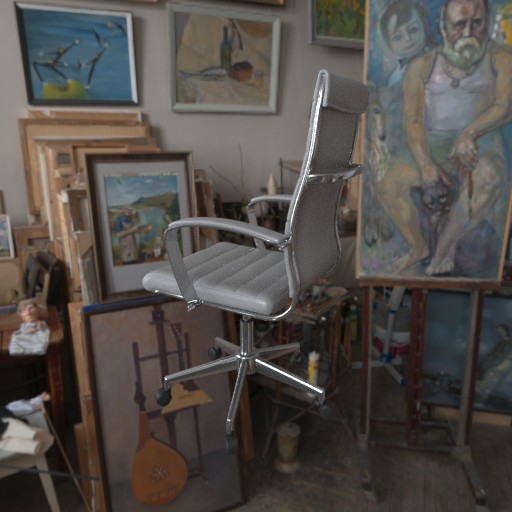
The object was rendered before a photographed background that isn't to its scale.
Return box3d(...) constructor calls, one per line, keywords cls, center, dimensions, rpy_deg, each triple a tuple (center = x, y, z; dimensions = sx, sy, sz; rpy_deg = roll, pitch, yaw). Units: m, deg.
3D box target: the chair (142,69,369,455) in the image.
box3d(cls="chair", center=(0.000, 0.000, 1.569), dimensions=(0.667, 1.149, 0.679), rpy_deg=(8, 18, 25))
